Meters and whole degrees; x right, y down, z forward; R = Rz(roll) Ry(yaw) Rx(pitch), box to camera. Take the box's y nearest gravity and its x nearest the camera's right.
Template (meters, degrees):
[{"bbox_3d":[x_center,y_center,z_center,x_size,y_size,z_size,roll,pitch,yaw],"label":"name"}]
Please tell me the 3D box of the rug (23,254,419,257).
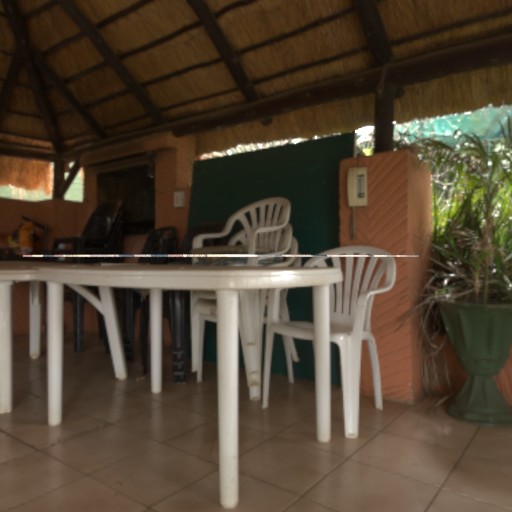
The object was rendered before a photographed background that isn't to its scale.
[{"bbox_3d":[0.000,0.000,3.049,1.513,0.008,2.423,0,0,36],"label":"rug"}]
